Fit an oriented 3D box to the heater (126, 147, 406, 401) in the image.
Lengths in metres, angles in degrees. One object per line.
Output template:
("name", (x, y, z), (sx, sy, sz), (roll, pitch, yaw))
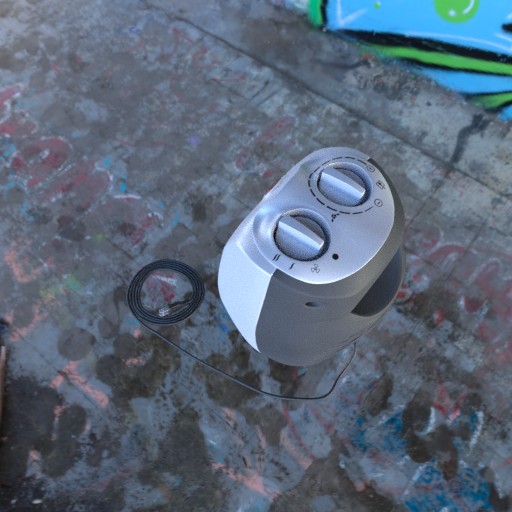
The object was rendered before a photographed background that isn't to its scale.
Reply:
("heater", (0.000, 0.000, 0.472), (0.291, 0.240, 0.239), (35, 68, 16))
